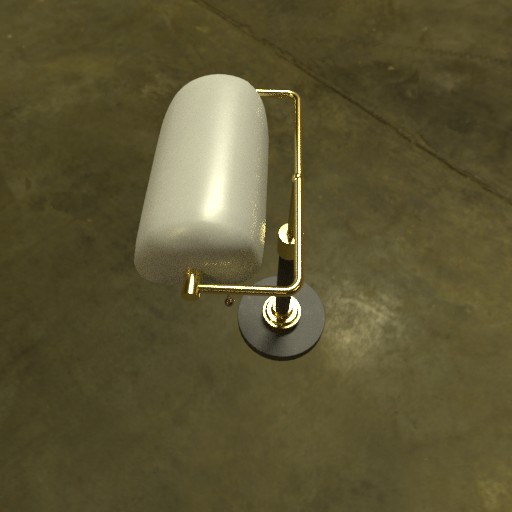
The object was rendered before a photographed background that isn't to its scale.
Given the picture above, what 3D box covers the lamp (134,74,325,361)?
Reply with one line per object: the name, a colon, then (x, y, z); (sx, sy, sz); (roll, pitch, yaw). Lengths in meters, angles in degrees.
lamp: (0.000, 0.000, 0.569); (0.227, 0.404, 0.269); (2, 59, 1)
